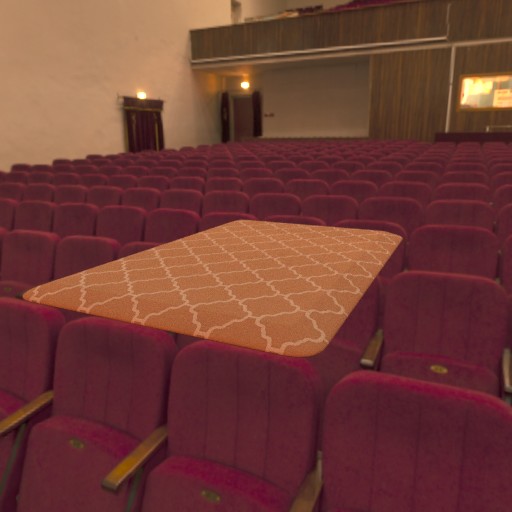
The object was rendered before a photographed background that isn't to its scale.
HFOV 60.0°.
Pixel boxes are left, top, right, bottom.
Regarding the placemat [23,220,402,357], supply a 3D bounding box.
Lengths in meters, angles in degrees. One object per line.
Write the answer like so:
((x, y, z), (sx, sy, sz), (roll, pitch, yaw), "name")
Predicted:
((0.000, 0.000, 0.939), (0.508, 0.021, 0.762), (7, 16, 24), "placemat")
